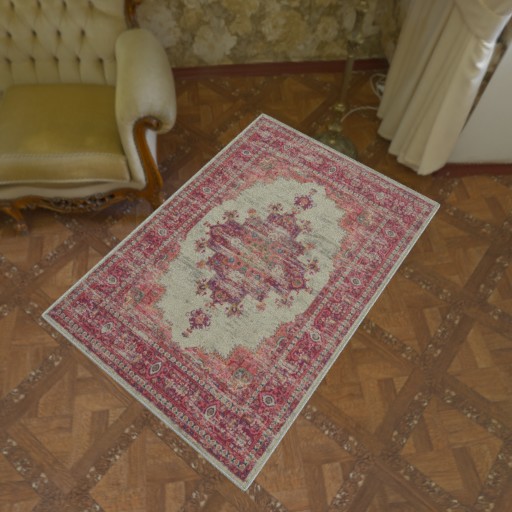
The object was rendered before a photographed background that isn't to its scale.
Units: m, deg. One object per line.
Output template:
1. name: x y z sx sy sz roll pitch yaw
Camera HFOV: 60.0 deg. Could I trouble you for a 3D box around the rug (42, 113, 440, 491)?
1. rug: 0.000 0.000 3.713 2.005 0.014 2.878 33 64 18
